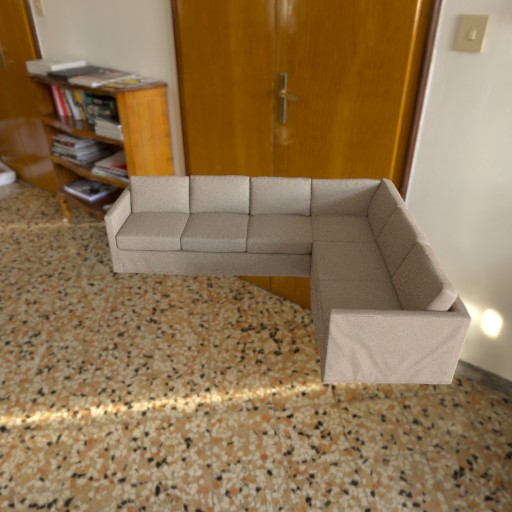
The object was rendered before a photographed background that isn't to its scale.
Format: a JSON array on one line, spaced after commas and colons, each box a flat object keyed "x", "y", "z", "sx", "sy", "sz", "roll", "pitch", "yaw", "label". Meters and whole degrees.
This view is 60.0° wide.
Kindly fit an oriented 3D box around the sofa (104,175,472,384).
[{"x": 0.000, "y": 0.000, "z": 4.347, "sx": 3.182, "sy": 0.871, "sz": 2.432, "roll": 1, "pitch": 31, "yaw": 2, "label": "sofa"}]
